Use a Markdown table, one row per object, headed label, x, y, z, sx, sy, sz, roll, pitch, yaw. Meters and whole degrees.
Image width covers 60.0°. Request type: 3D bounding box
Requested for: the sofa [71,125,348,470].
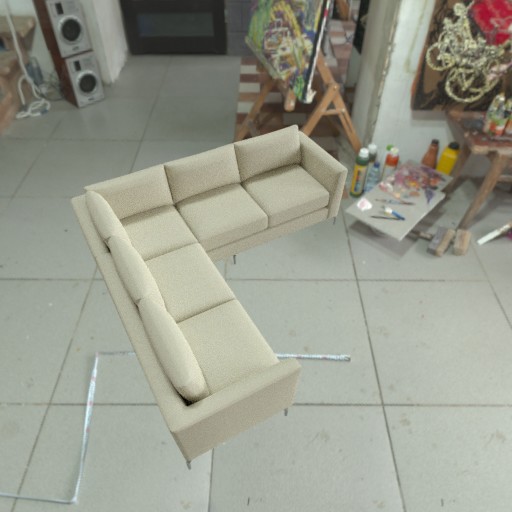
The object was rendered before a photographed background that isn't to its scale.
| label | x | y | z | sx | sy | sz | roll | pitch | yaw |
| --- | --- | --- | --- | --- | --- | --- | --- | --- | --- |
| sofa | 0.000 | 0.000 | 3.785 | 2.448 | 0.867 | 2.430 | -22 | 49 | -20 |
